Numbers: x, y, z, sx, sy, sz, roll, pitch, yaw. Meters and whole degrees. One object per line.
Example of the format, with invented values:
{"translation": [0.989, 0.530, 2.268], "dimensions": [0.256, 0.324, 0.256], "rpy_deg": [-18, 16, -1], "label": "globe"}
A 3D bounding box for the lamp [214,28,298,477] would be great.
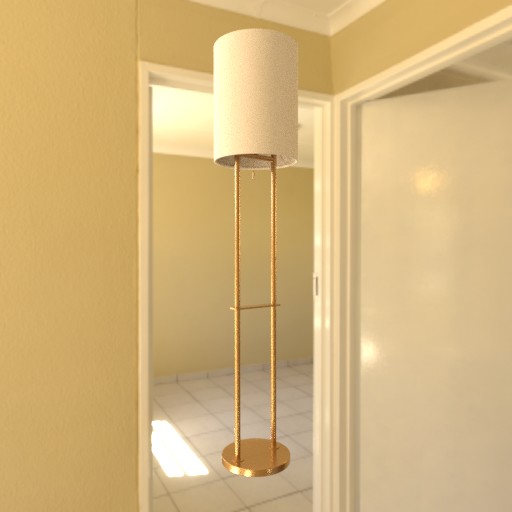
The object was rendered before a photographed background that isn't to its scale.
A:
{"translation": [0.000, 0.000, 1.620], "dimensions": [0.306, 1.500, 0.305], "rpy_deg": [-1, 1, -37], "label": "lamp"}
